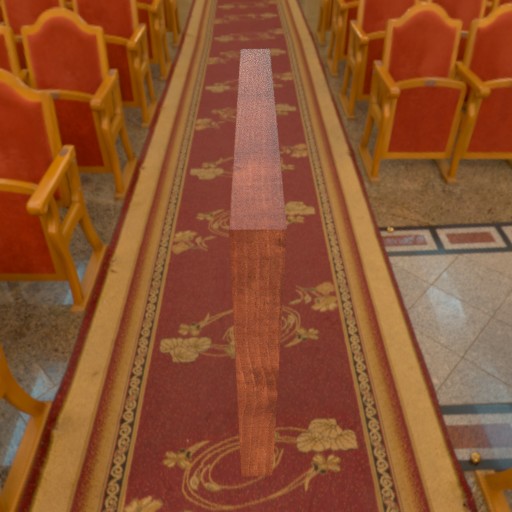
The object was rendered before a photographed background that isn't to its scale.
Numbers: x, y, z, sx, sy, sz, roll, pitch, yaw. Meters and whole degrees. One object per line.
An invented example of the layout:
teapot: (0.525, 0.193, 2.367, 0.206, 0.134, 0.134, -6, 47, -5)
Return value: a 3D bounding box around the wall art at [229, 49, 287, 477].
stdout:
wall art: (0.000, 0.000, 0.565, 0.038, 0.385, 0.386, 0, 41, 0)
